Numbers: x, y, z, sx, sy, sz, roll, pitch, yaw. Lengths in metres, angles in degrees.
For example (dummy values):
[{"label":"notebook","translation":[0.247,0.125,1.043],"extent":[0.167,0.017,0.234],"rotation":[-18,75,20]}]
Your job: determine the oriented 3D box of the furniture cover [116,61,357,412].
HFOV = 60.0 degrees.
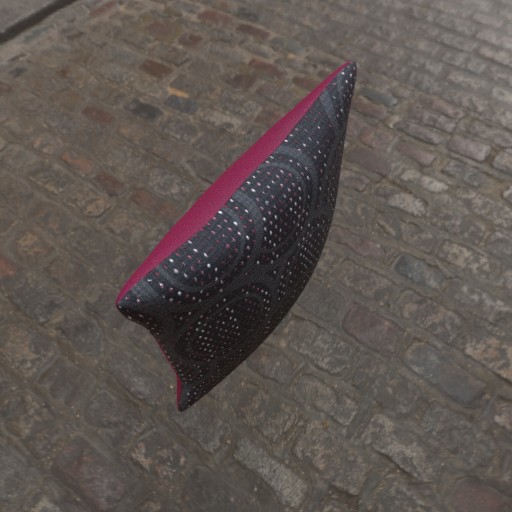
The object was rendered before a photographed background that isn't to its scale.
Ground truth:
[{"label":"furniture cover","translation":[0.000,0.000,0.826],"extent":[0.193,0.509,0.552],"rotation":[31,63,18]}]
